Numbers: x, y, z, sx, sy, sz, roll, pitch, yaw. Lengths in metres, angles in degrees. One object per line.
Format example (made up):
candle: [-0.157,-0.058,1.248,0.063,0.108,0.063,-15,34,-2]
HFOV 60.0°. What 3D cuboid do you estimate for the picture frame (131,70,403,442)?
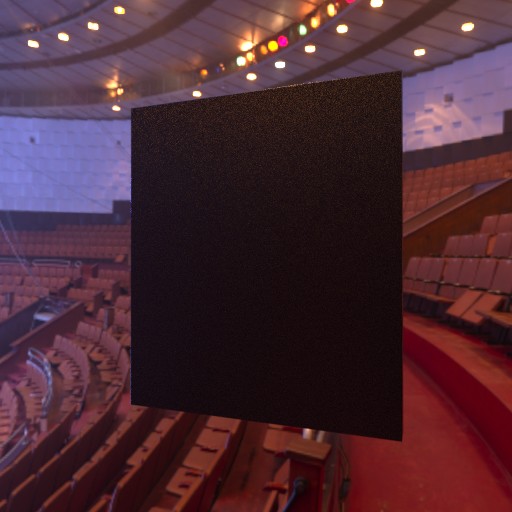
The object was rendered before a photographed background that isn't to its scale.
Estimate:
picture frame: [0.000,0.000,0.523,0.328,0.378,0.034,0,0,20]
